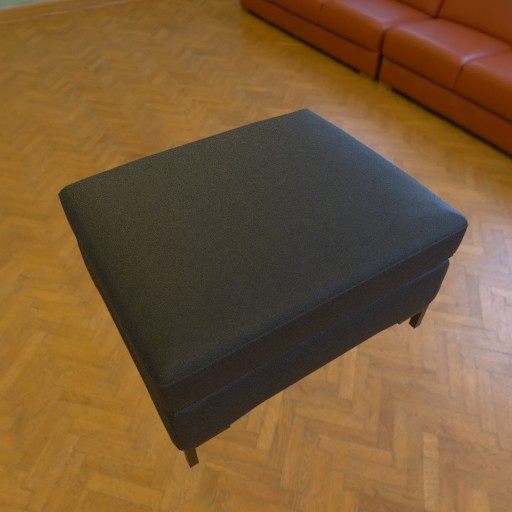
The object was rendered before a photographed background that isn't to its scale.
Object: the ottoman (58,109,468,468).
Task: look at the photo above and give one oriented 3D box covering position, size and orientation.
[{"bbox_3d":[0.000,0.000,1.786,1.187,0.696,0.967,-24,51,-22],"label":"ottoman"}]
